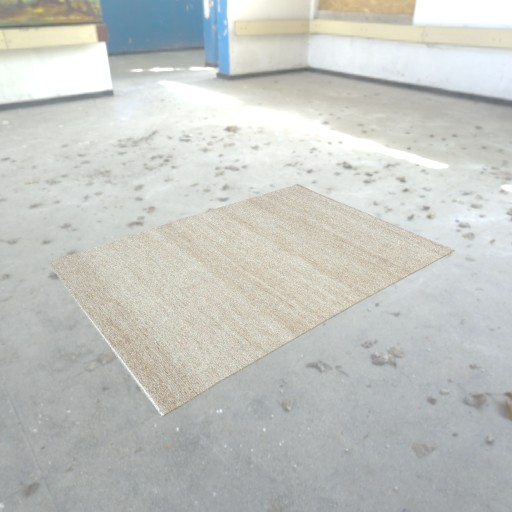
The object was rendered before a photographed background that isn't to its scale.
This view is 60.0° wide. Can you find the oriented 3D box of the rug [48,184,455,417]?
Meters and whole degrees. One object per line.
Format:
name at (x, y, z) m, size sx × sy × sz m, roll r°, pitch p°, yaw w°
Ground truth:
rug at (0.000, 0.000, 3.021) m, size 2.283 × 0.030 × 1.596 m, roll -22°, pitch 37°, yaw -32°
